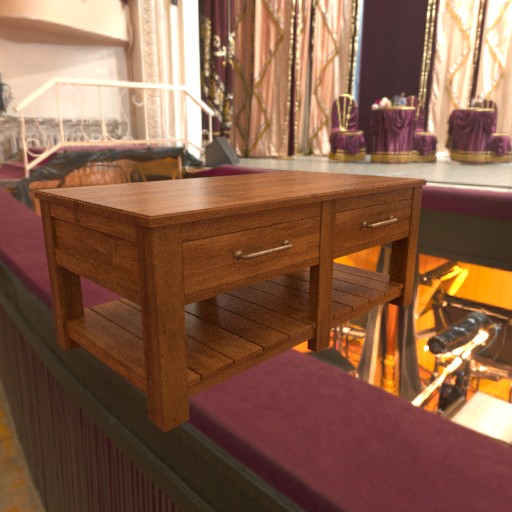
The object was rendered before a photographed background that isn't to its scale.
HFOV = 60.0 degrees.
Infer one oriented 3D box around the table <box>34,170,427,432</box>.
[{"bbox_3d":[0.000,0.000,1.492,1.150,0.480,0.635,-14,20,-43],"label":"table"}]
